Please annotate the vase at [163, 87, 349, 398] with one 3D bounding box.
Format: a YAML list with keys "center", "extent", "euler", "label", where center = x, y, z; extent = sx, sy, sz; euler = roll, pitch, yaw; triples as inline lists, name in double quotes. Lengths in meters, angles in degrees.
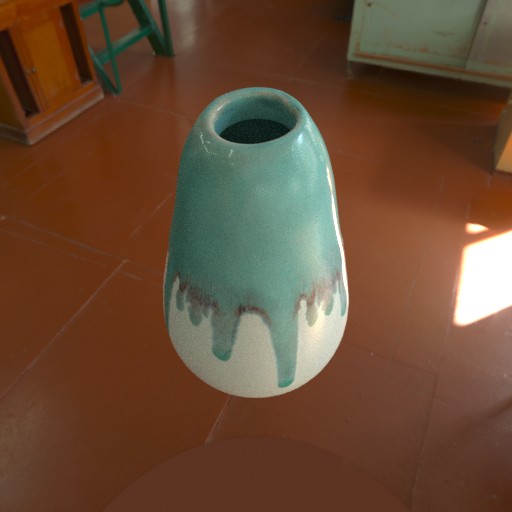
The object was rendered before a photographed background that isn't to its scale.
- center: [0.000, 0.000, 0.254]
  extent: [0.116, 0.179, 0.116]
  euler: [0, 46, 0]
  label: "vase"
